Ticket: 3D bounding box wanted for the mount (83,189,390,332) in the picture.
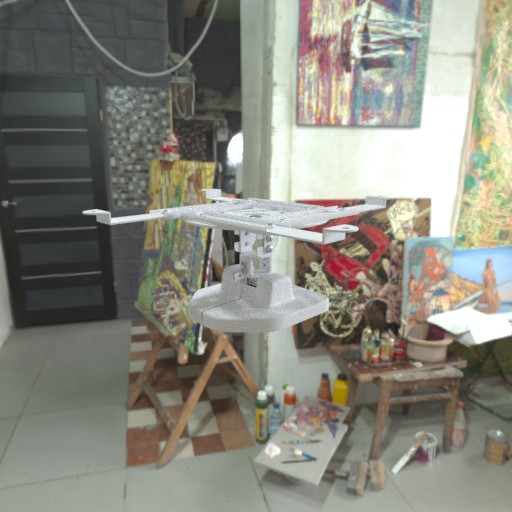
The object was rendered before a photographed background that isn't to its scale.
[{"bbox_3d":[0.000,0.000,0.589,0.394,0.141,0.394,-13,19,-42],"label":"mount"}]
